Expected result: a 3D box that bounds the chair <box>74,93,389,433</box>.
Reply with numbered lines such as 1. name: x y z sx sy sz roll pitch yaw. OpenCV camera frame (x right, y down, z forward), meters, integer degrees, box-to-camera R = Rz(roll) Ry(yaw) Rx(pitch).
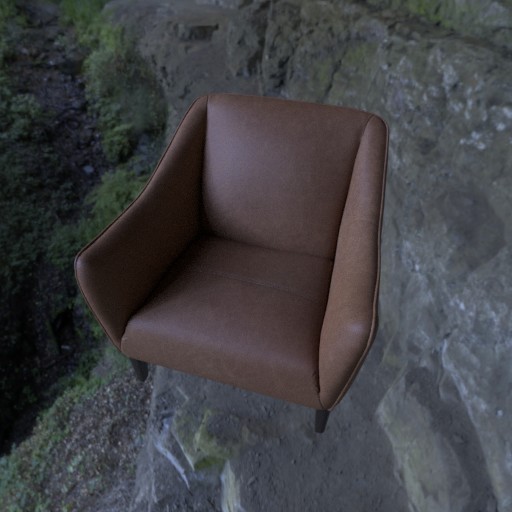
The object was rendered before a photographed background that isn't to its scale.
1. chair: 0.000 0.000 1.580 0.871 0.830 0.852 12 42 13
